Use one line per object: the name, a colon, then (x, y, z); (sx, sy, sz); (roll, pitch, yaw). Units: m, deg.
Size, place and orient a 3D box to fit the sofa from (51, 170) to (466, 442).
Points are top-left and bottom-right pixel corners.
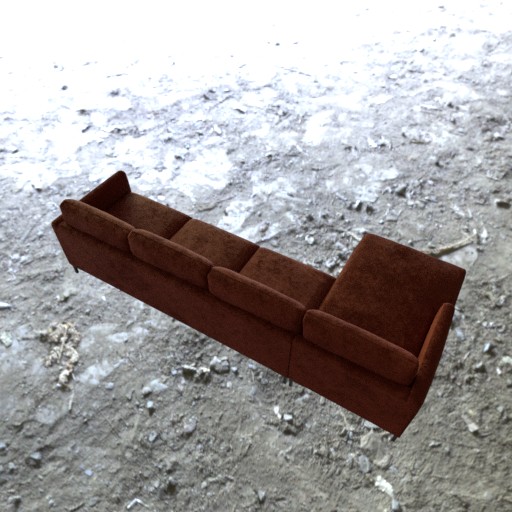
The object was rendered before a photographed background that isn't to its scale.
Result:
sofa: (0.000, 0.000, 2.899); (2.467, 0.663, 1.136); (23, 52, 20)
